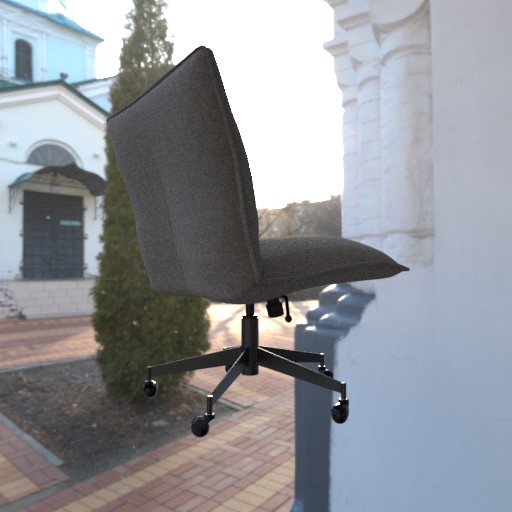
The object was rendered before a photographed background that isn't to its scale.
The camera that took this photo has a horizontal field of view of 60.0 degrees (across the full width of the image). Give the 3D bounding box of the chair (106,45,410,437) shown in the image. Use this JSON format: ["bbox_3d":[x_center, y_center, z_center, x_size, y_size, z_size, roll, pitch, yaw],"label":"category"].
[{"bbox_3d":[0.000,0.000,1.259,0.696,0.811,0.597,0,-1,-35],"label":"chair"}]
